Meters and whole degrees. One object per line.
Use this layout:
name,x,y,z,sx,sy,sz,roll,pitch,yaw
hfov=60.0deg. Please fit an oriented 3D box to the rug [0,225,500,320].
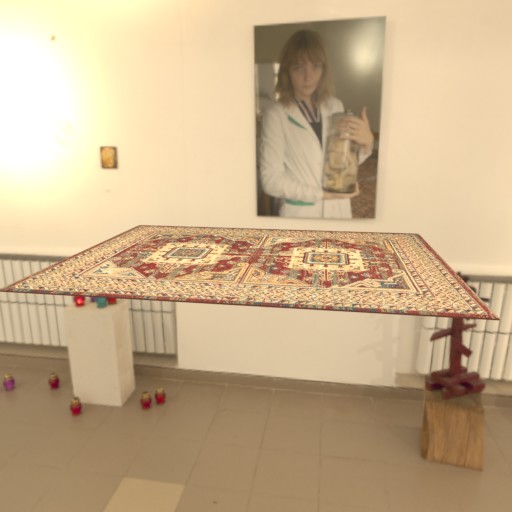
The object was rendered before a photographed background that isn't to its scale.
rug,0.000,0.000,3.912,3.197,0.013,2.381,2,15,9
